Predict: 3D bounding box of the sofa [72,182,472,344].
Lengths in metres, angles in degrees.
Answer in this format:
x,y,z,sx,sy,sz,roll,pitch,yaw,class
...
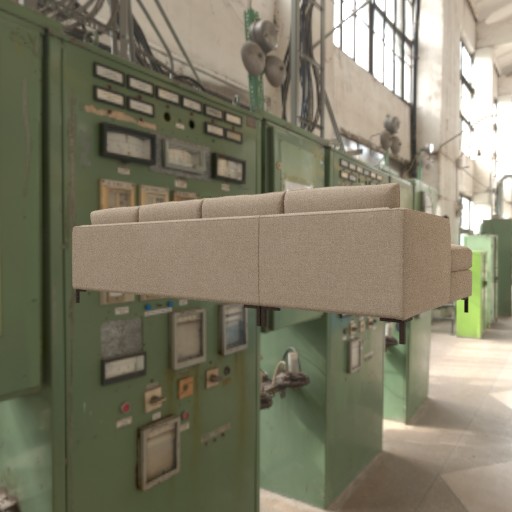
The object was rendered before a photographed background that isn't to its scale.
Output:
x,y,z,sx,sy,sz,roll,pitch,yaw,class
0.000,0.000,3.536,2.923,0.816,1.469,1,1,37,sofa
